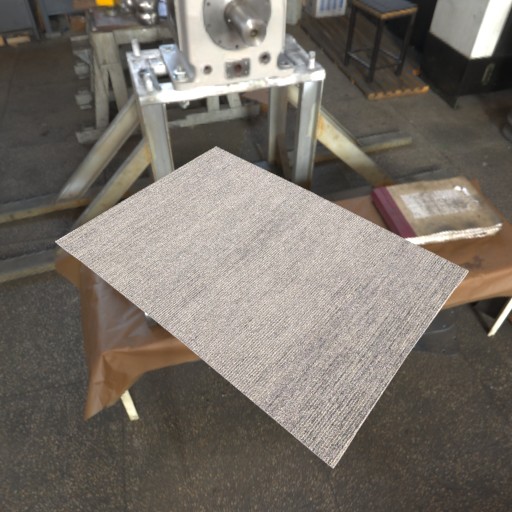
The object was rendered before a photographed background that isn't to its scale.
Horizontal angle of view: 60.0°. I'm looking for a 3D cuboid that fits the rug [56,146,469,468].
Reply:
[{"bbox_3d":[0.000,0.000,2.979,2.307,0.030,1.604,32,54,27],"label":"rug"}]
